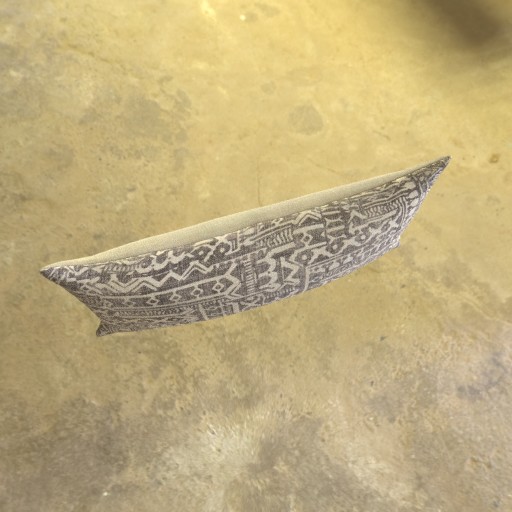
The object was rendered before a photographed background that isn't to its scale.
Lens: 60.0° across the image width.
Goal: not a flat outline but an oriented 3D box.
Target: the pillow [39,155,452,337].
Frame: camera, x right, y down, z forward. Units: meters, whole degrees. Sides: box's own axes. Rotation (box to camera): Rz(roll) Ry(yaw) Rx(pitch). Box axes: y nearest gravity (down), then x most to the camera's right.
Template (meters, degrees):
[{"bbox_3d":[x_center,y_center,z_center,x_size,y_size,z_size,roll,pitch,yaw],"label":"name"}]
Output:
[{"bbox_3d":[0.000,0.000,0.749,0.631,0.290,0.148,-16,65,-8],"label":"pillow"}]
